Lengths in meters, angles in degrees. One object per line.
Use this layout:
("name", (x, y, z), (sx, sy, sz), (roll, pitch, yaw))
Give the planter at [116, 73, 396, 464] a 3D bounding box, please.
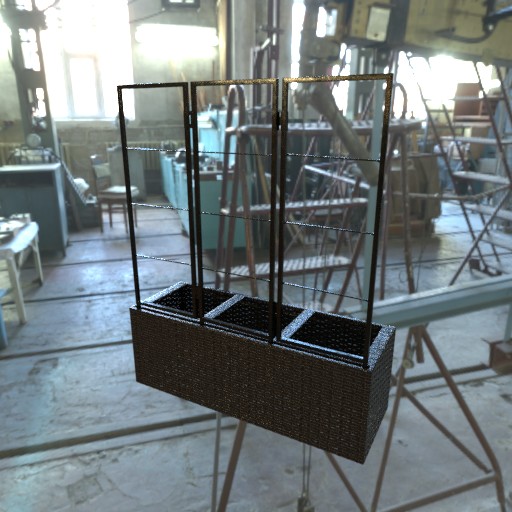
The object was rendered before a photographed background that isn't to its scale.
("planter", (0.000, 0.000, 1.154), (0.699, 0.841, 0.244), (9, 20, 27))
